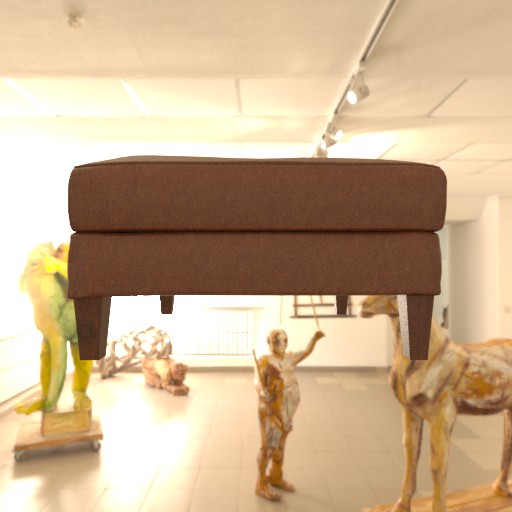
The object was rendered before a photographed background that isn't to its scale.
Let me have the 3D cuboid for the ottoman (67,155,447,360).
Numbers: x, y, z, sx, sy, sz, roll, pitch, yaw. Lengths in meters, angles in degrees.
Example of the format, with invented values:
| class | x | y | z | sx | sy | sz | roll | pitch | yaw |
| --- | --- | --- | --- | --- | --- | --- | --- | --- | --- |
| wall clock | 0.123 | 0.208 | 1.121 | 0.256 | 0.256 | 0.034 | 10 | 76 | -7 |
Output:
| class | x | y | z | sx | sy | sz | roll | pitch | yaw |
| --- | --- | --- | --- | --- | --- | --- | --- | --- | --- |
| ottoman | 0.000 | 0.000 | 1.420 | 0.836 | 0.472 | 0.987 | 0 | -1 | 0 |
